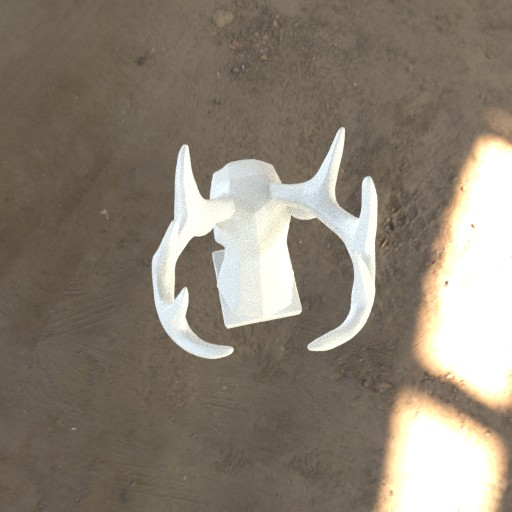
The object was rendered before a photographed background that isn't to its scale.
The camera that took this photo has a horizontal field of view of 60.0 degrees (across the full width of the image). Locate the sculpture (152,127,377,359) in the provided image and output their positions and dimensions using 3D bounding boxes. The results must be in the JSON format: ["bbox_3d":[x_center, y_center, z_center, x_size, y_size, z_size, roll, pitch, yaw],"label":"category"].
[{"bbox_3d":[0.000,0.000,0.462,0.174,0.329,0.224,-11,75,-3],"label":"sculpture"}]
